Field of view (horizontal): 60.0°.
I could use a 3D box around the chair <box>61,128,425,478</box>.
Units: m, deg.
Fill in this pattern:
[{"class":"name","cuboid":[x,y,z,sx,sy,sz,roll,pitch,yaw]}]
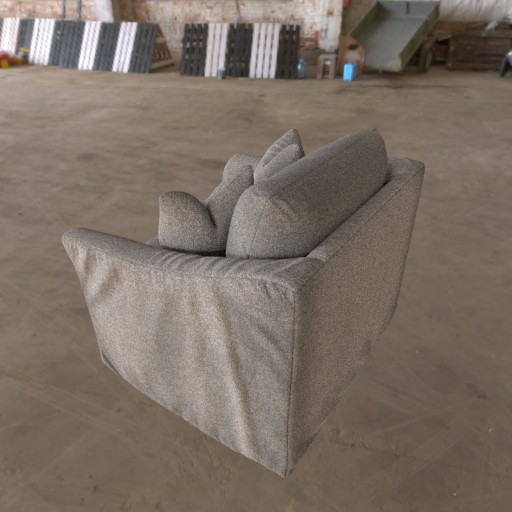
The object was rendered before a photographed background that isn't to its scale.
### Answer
[{"class":"chair","cuboid":[0.000,0.000,1.997,1.071,1.059,1.194,20,37,29]}]
